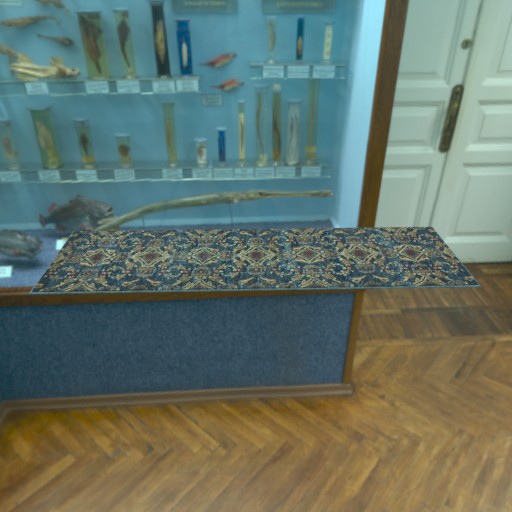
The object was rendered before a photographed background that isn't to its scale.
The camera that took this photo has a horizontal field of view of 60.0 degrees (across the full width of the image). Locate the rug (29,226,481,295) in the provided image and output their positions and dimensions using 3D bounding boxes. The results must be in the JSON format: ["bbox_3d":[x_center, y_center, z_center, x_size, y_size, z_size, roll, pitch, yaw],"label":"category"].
[{"bbox_3d":[0.000,0.000,2.538,2.292,0.014,0.685,-1,31,-1],"label":"rug"}]
